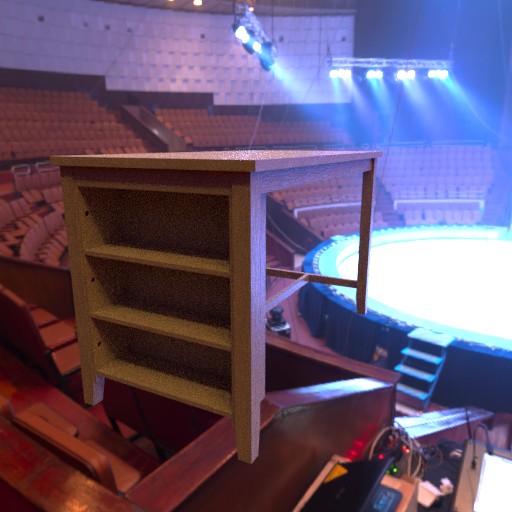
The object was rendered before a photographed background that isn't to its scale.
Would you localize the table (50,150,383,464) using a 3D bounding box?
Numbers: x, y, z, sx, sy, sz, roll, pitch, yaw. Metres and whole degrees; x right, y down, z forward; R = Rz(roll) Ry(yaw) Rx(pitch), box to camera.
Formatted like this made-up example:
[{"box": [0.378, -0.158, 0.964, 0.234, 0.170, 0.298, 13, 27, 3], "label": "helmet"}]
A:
[{"box": [0.000, 0.000, 1.932, 0.729, 0.874, 1.397, 7, 16, 27], "label": "table"}]
